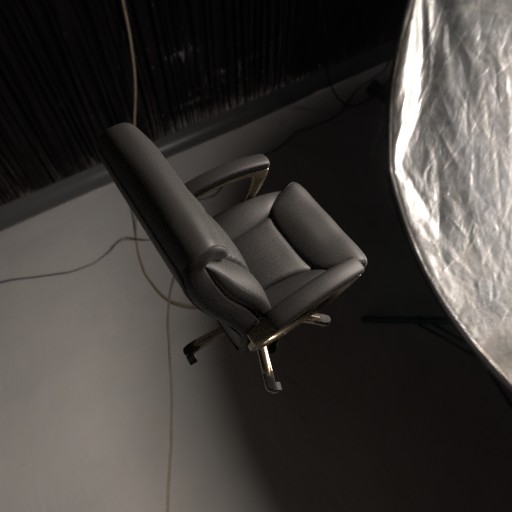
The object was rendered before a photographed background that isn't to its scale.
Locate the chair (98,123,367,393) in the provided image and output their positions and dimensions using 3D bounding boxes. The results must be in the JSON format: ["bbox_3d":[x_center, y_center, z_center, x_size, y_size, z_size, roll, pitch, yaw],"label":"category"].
[{"bbox_3d":[0.000,0.000,1.615,0.748,1.188,0.694,-29,63,-16],"label":"chair"}]
